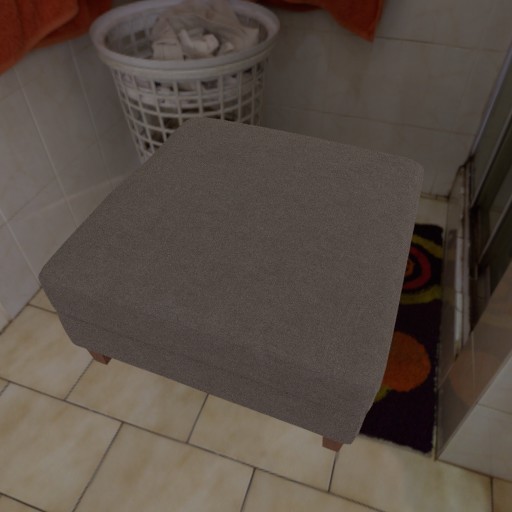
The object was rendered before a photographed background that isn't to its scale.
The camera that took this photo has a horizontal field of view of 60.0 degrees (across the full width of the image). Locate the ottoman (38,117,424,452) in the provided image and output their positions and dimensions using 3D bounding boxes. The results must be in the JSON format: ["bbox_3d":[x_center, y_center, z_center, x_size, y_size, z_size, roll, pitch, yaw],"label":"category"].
[{"bbox_3d":[0.000,0.000,1.390,0.861,0.482,0.881,15,48,14],"label":"ottoman"}]
